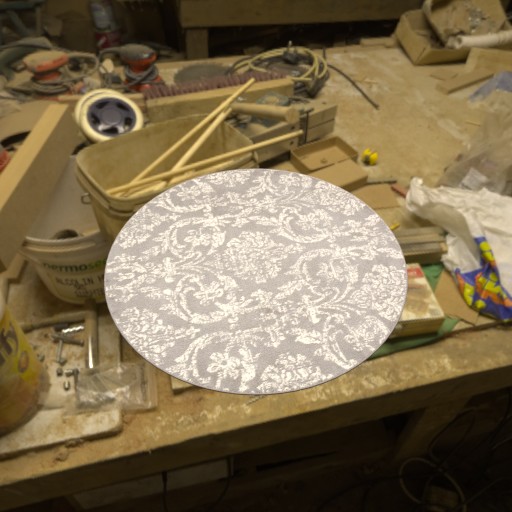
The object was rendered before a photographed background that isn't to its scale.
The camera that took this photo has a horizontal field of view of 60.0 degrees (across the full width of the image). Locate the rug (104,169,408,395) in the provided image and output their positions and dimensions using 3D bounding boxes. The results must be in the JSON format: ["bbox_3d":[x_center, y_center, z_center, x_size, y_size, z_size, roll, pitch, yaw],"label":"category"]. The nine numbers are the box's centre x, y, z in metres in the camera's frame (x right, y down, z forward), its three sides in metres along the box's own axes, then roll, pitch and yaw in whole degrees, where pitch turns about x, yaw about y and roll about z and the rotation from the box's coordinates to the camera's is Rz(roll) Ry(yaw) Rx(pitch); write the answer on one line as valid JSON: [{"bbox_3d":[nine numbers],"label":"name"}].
[{"bbox_3d":[0.000,0.000,2.387,1.593,0.012,1.593,0,46,0],"label":"rug"}]
